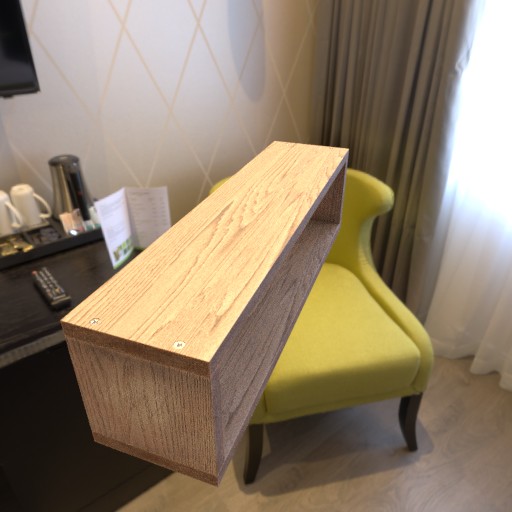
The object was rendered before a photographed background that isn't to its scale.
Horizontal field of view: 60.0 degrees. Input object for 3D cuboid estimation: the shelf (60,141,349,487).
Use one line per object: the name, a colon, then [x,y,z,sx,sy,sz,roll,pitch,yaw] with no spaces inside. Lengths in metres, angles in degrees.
shelf: [0.000,0.000,0.668,0.150,0.170,0.610,11,32,18]
